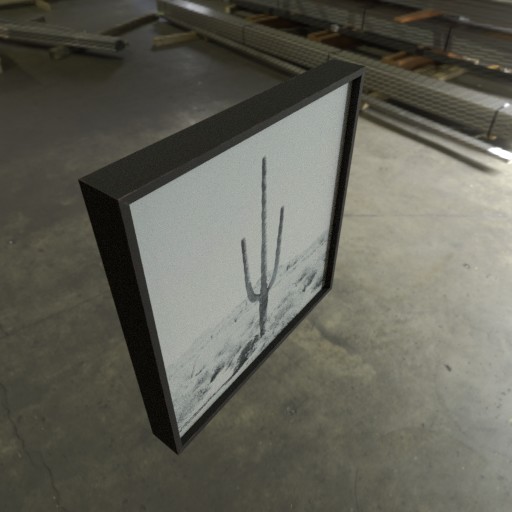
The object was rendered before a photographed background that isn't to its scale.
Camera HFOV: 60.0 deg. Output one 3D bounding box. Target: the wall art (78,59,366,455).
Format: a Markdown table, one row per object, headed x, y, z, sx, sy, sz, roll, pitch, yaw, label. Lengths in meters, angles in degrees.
| x | y | z | sx | sy | sz | roll | pitch | yaw | label |
| --- | --- | --- | --- | --- | --- | --- | --- | --- | --- |
| 0.000 | 0.000 | 0.451 | 0.038 | 0.305 | 0.305 | 26 | 47 | 28 | wall art |
